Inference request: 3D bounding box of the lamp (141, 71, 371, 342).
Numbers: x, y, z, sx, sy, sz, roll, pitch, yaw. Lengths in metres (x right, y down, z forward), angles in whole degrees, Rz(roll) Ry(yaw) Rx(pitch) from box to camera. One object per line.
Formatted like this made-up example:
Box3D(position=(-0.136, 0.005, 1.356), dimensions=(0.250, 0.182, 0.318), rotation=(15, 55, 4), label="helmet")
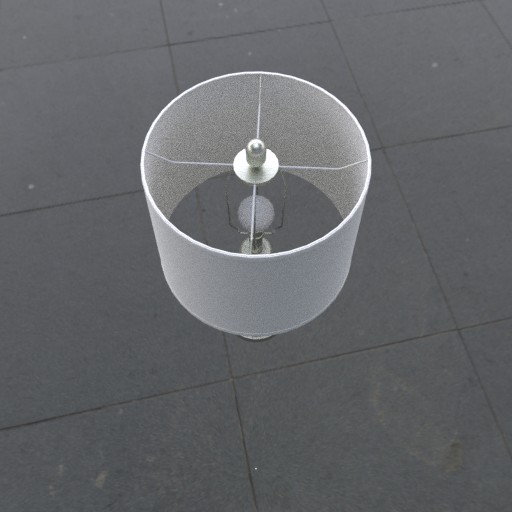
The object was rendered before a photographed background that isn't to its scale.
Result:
Box3D(position=(0.000, 0.000, 0.946), dimensions=(0.383, 0.733, 0.383), rotation=(0, 64, 0), label="lamp")
